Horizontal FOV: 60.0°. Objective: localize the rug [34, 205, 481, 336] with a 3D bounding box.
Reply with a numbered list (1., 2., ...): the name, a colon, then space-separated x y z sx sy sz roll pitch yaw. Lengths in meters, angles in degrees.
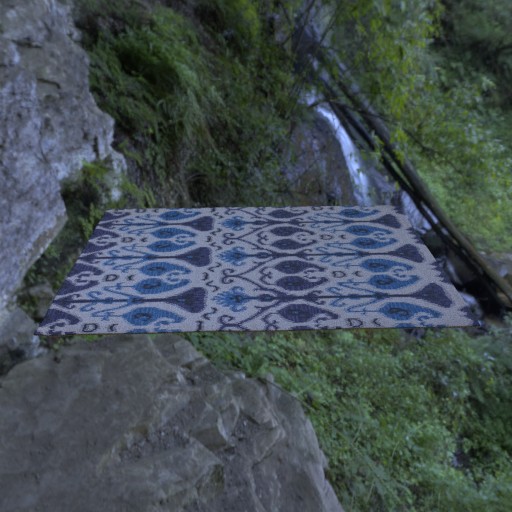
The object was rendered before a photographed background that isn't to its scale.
1. rug: 0.000 0.000 2.125 1.698 0.013 1.072 -1 32 -1
